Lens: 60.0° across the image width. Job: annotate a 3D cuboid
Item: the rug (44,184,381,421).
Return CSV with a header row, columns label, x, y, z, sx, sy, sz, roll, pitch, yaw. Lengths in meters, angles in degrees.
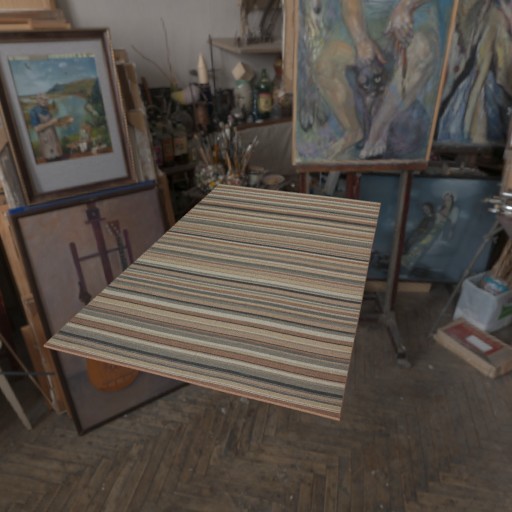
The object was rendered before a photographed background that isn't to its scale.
label,x,y,z,sx,sy,sz,roll,pitch,yaw
rug,0.000,0.000,3.081,1.523,0.014,2.438,9,31,15
